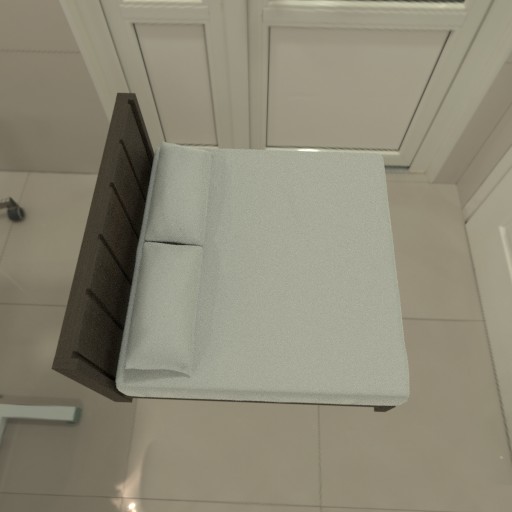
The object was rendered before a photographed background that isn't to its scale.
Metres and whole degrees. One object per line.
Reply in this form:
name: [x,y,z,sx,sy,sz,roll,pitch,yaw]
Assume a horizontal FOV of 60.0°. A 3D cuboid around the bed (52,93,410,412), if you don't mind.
bed: [0.000,0.000,3.523,2.238,1.261,2.143,2,64,1]
